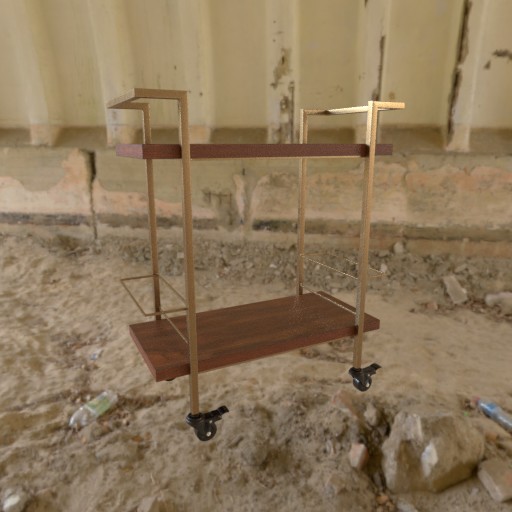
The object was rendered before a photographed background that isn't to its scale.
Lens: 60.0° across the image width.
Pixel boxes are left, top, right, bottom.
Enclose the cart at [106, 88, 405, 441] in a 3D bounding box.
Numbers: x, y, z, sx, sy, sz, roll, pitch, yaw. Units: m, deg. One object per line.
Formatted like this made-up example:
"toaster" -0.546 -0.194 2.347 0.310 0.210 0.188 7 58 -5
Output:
"cart" 0.000 0.000 1.226 0.695 0.807 0.364 -7 16 -26
